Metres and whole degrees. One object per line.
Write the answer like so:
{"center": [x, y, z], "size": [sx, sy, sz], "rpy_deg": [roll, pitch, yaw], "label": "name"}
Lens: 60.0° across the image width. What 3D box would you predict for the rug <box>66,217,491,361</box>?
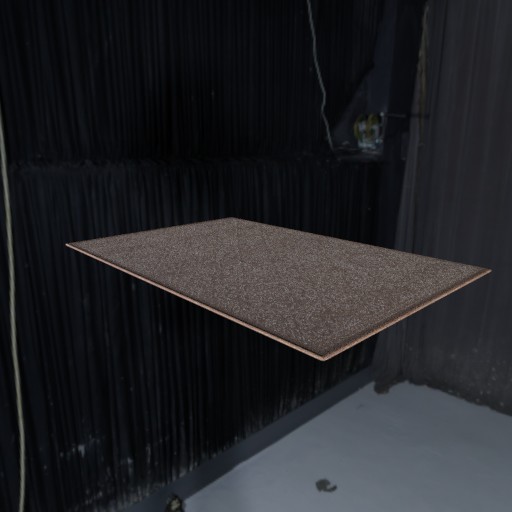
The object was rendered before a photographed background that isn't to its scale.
{"center": [0.000, 0.000, 2.810], "size": [1.524, 0.011, 2.286], "rpy_deg": [-14, 21, -41], "label": "rug"}
